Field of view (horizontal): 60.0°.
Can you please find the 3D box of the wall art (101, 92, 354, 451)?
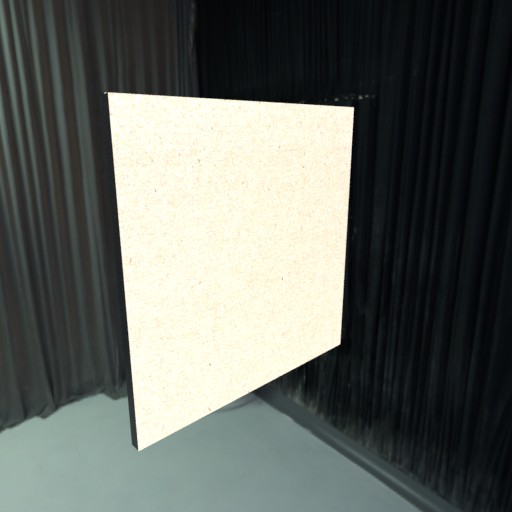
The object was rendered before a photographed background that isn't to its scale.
[{"bbox_3d":[0.000,0.000,1.179,0.773,0.775,0.031,-14,21,-41],"label":"wall art"}]
